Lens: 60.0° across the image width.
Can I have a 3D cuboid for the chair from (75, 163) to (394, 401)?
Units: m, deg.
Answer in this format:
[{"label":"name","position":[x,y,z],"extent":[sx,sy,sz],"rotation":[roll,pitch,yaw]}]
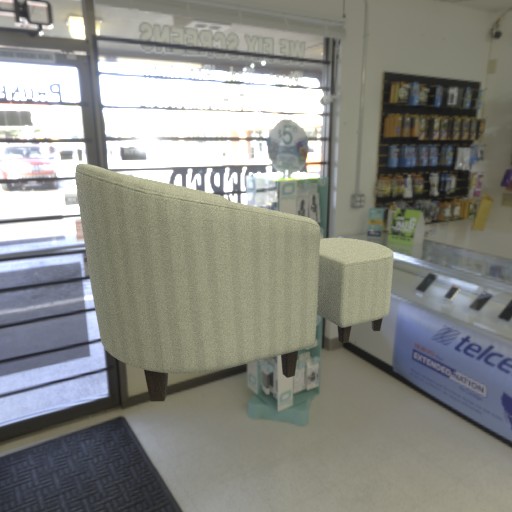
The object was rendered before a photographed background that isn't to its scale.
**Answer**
[{"label":"chair","position":[0.000,0.000,1.775],"extent":[1.288,0.757,0.756],"rotation":[-8,16,-27]}]
